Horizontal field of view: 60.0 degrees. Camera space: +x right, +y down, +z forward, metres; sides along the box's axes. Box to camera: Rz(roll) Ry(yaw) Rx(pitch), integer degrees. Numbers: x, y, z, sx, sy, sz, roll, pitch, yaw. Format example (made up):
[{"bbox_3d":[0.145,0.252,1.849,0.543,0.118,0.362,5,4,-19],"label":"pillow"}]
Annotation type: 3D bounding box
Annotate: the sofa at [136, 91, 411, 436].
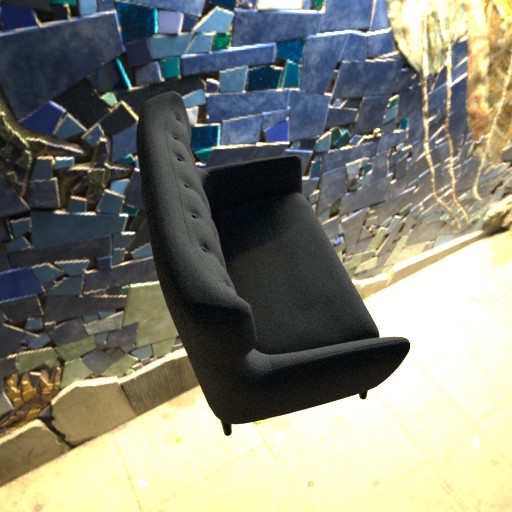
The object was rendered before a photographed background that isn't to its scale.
[{"bbox_3d":[0.000,0.000,2.031,0.874,1.028,1.358,-11,47,-10],"label":"sofa"}]
